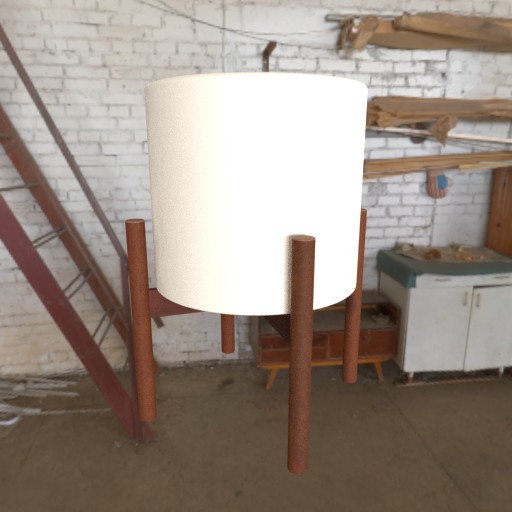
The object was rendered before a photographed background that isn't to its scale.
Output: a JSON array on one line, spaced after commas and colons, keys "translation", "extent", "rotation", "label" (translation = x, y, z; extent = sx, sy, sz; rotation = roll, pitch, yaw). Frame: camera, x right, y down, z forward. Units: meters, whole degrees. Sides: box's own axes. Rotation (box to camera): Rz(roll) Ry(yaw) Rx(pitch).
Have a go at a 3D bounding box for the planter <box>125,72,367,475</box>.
[{"translation": [0.000, 0.000, 0.501], "extent": [0.224, 0.358, 0.224], "rotation": [7, 16, 26], "label": "planter"}]
